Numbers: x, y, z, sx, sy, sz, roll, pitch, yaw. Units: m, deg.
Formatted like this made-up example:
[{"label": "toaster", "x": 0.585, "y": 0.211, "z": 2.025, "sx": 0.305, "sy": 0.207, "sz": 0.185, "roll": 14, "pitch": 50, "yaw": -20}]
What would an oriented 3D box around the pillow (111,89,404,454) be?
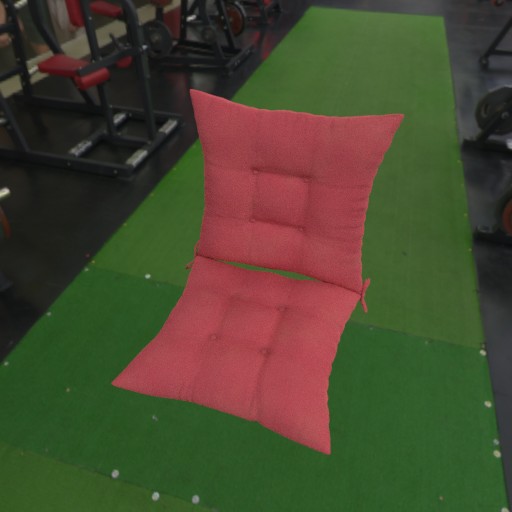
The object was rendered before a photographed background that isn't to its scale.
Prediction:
[{"label": "pillow", "x": 0.000, "y": 0.000, "z": 1.008, "sx": 0.541, "sy": 0.536, "sz": 0.585, "roll": 12, "pitch": 42, "yaw": 14}]
